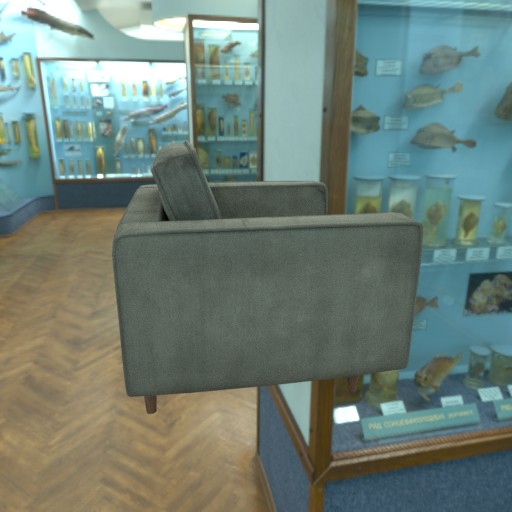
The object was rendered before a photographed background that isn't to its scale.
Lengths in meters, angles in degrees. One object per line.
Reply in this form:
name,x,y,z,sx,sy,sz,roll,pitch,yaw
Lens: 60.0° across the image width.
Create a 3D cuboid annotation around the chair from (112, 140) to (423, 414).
chair,0.000,0.000,1.550,0.843,0.773,0.928,-3,17,-10
